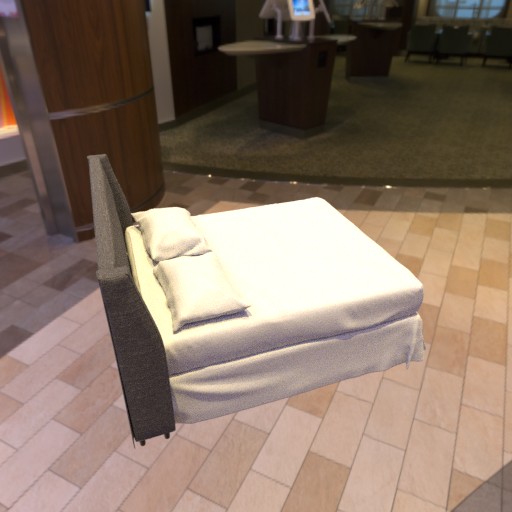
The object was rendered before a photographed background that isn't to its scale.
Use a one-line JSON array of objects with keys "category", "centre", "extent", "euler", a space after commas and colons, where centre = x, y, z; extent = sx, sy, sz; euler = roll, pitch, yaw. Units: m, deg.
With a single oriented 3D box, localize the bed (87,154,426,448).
[{"category": "bed", "centre": [0.000, 0.000, 3.502], "extent": [2.276, 1.332, 1.925], "euler": [-10, 33, -16]}]
